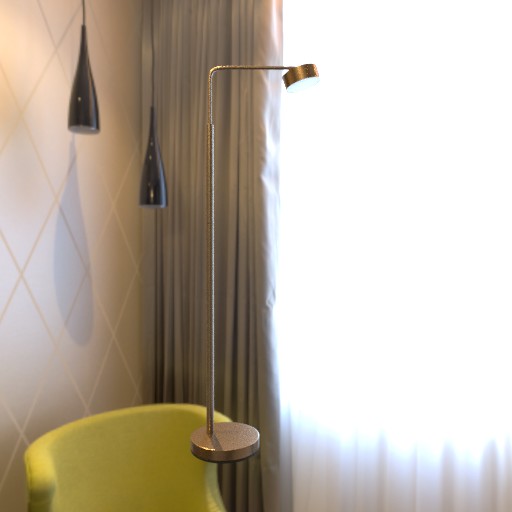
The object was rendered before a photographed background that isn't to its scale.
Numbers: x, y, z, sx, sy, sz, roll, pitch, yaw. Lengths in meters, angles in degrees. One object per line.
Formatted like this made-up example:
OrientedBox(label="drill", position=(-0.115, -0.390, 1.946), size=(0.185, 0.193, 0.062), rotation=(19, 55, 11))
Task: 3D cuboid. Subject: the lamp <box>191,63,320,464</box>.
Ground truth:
OrientedBox(label="lamp", position=(0.000, 0.000, 1.416), size=(0.418, 1.230, 0.219), rotation=(0, 1, -1))
